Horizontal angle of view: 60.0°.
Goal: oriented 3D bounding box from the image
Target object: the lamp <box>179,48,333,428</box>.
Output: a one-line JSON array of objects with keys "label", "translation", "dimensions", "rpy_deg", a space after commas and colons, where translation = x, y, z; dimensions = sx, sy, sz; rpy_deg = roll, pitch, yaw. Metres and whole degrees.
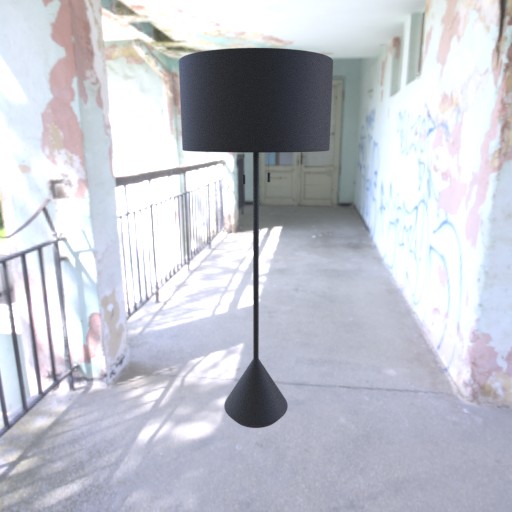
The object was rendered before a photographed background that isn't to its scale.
[{"label": "lamp", "translation": [0.000, 0.000, 1.884], "dimensions": [0.580, 1.526, 0.580], "rpy_deg": [2, 15, 9]}]
